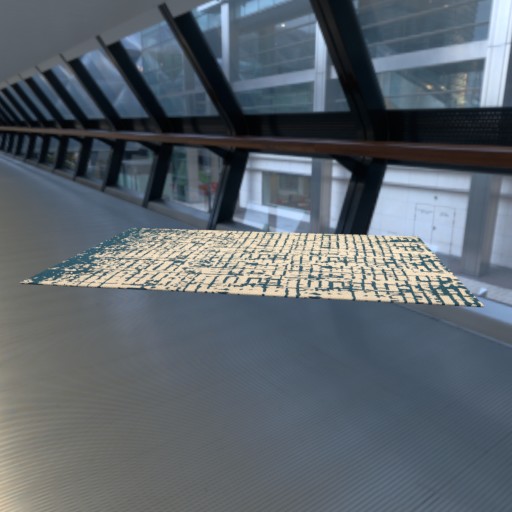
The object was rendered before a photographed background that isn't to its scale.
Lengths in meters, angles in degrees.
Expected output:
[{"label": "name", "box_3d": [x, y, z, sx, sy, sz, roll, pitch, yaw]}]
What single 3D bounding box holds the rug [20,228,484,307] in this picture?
[{"label": "rug", "box_3d": [0.000, 0.000, 3.016, 2.435, 0.011, 1.517, 2, 15, 8]}]
